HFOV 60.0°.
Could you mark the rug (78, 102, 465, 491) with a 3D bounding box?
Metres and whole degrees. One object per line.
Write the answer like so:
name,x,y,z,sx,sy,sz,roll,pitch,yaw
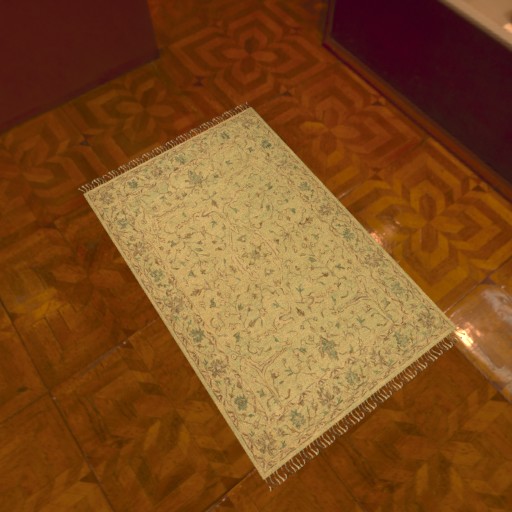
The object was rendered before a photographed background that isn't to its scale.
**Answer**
rug,0.000,0.000,3.041,1.544,0.010,2.435,-32,68,-15
